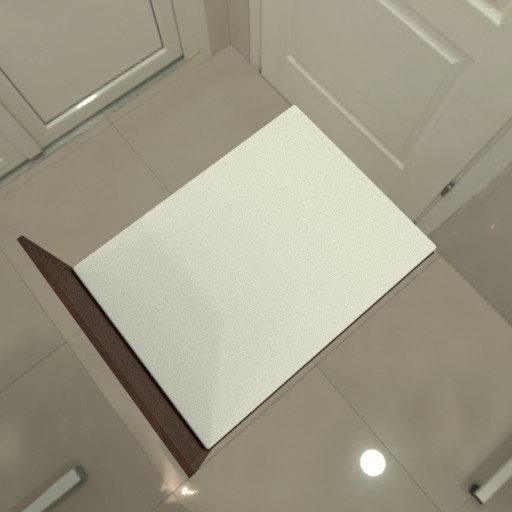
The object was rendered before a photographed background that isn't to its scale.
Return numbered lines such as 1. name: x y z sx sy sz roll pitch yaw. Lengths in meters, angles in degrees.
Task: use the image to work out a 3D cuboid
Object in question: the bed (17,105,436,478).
1. bed: 0.000 0.000 3.133 2.184 1.270 1.600 -39 77 -10
